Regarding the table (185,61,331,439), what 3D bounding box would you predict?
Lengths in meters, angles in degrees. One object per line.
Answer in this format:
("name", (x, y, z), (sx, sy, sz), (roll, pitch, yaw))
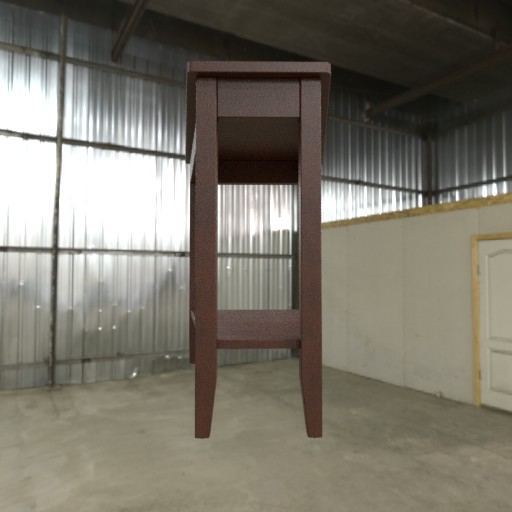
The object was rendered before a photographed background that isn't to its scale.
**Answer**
("table", (0.000, 0.000, 0.984), (0.399, 0.589, 0.605), (0, -2, -1))
